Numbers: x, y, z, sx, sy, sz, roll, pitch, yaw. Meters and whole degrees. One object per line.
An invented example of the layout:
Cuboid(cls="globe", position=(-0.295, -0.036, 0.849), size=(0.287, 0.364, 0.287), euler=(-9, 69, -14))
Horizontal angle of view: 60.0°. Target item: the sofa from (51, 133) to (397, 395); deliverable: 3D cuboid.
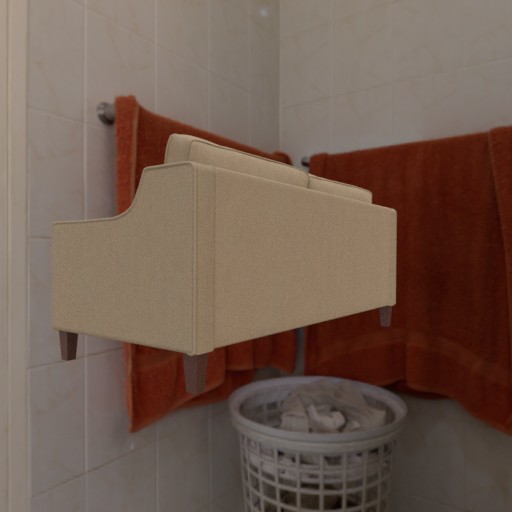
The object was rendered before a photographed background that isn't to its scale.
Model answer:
Cuboid(cls="sofa", position=(0.000, 0.000, 2.845), size=(1.066, 1.071, 2.178), euler=(0, 0, 37))
